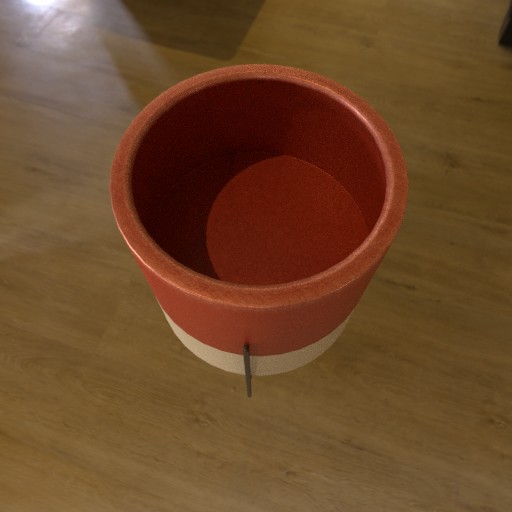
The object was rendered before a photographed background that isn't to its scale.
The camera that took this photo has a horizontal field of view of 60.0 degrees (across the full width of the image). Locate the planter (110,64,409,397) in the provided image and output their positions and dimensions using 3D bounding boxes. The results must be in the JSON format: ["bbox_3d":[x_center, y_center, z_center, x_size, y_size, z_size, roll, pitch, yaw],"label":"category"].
[{"bbox_3d":[0.000,0.000,0.716,0.354,0.465,0.345,32,68,15],"label":"planter"}]
